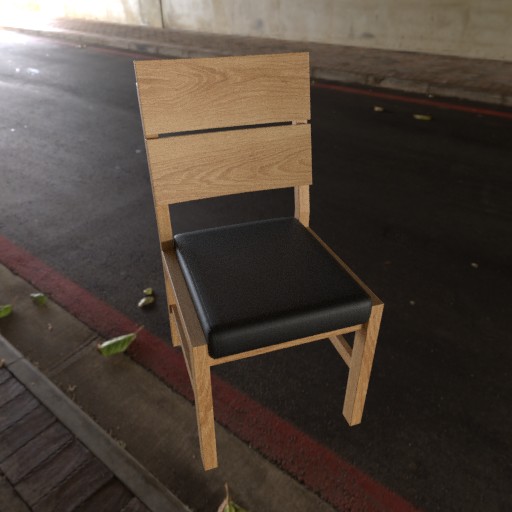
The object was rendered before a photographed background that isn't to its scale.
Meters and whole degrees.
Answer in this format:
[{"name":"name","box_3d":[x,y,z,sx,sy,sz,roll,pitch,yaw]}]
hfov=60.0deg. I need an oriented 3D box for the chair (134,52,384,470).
[{"name":"chair","box_3d":[0.000,0.000,1.225,0.475,0.950,0.569,-10,34,-16]}]
